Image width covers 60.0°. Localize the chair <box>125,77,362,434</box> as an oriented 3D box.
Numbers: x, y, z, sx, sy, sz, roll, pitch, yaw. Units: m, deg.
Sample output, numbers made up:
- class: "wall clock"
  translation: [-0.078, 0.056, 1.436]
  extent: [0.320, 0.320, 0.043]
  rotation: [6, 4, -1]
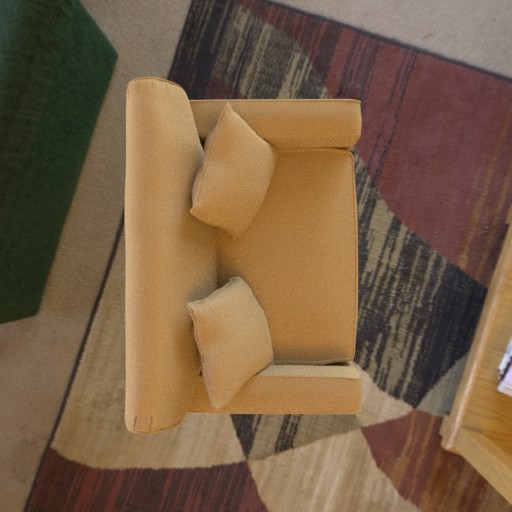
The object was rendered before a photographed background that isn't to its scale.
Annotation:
- class: "chair"
  translation: [0.000, 0.000, 2.096]
  extent: [1.000, 0.948, 1.383]
  rotation: [0, 90, 1]
